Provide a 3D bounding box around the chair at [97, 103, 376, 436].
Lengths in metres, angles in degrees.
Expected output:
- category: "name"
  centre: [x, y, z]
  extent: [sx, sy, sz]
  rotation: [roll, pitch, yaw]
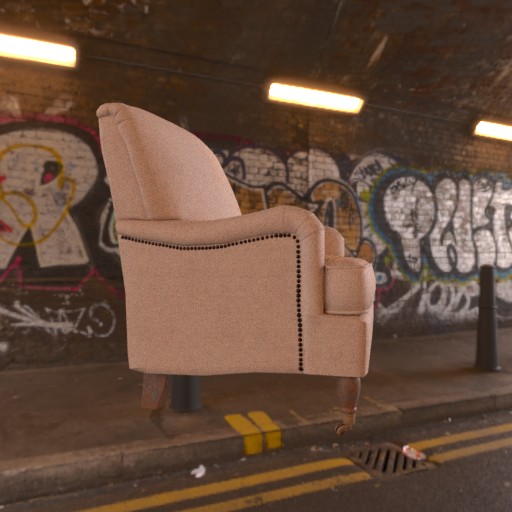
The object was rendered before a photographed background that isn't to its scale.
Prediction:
- category: "chair"
  centre: [0.000, 0.000, 1.834]
  extent: [0.953, 1.119, 0.879]
  rotation: [0, -1, 16]
